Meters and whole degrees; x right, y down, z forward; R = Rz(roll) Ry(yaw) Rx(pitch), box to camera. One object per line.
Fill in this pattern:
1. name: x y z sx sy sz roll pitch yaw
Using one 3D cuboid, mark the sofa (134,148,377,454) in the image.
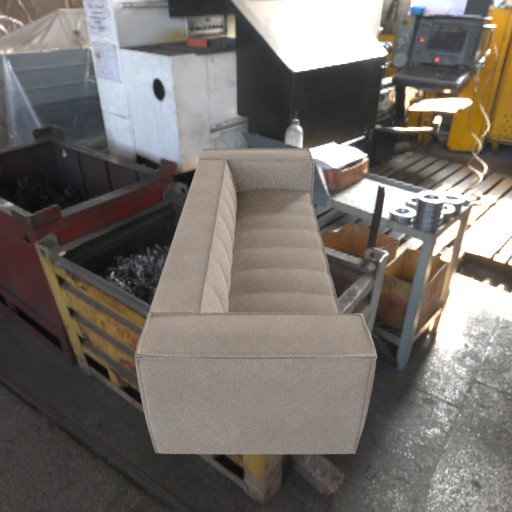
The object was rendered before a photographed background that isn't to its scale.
1. sofa: 0.000 0.000 3.058 1.038 0.680 2.697 0 31 0
